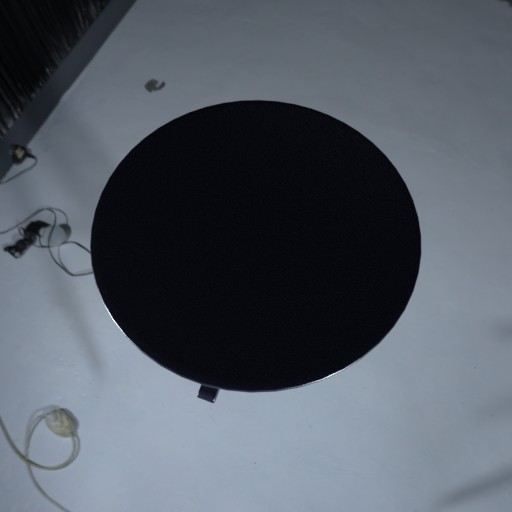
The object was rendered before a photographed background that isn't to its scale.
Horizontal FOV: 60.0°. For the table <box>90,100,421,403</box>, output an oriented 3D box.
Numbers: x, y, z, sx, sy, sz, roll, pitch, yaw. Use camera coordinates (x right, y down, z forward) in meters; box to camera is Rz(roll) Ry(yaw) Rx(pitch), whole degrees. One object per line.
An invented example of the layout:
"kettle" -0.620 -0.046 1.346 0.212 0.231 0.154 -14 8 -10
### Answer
"table" 0.000 0.000 1.606 1.029 0.491 1.029 0 64 0
